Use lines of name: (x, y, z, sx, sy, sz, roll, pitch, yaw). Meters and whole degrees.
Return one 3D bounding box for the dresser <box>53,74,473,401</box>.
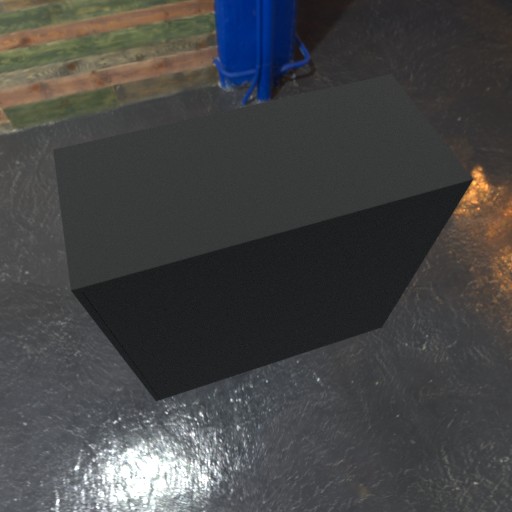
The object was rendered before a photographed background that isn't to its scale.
dresser: (0.000, 0.000, 1.173, 0.750, 0.720, 0.360, -16, 60, -10)
